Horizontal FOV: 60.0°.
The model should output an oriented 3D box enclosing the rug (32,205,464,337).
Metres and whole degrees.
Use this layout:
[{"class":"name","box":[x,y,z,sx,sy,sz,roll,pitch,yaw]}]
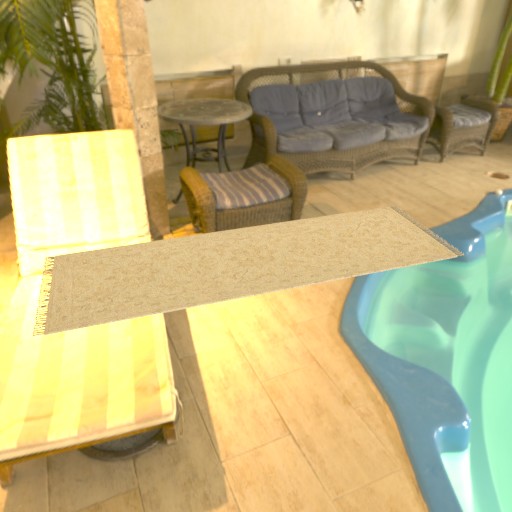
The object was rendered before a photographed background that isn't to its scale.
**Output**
[{"class":"rug","box":[0.000,0.000,2.817,2.544,0.015,0.795,-9,32,-15]}]
